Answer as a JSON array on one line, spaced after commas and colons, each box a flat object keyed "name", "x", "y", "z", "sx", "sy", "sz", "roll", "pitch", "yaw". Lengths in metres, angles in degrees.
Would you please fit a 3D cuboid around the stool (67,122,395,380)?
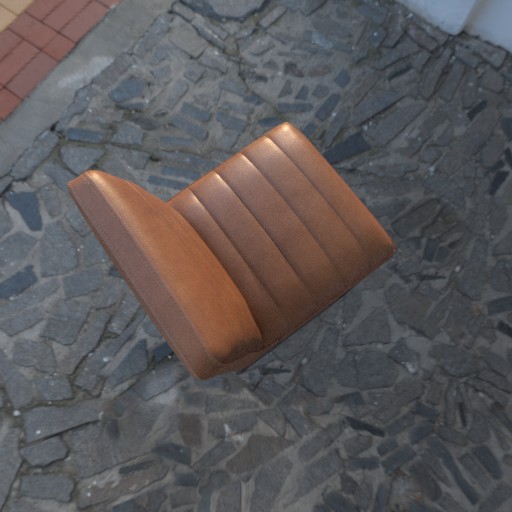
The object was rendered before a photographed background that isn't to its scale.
[{"name": "stool", "x": 0.000, "y": 0.000, "z": 1.224, "sx": 0.556, "sy": 0.940, "sz": 0.458, "roll": -35, "pitch": 78, "yaw": -9}]
